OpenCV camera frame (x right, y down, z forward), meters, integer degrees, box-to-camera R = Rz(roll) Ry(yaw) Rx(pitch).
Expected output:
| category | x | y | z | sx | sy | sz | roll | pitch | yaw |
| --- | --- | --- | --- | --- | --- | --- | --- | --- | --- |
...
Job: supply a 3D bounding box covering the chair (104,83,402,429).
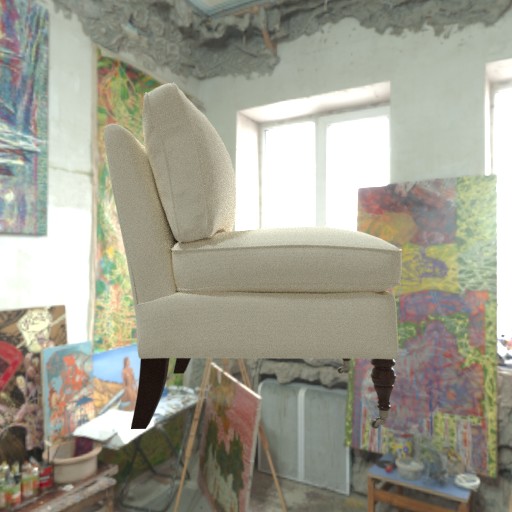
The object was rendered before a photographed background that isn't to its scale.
| category | x | y | z | sx | sy | sz | roll | pitch | yaw |
| --- | --- | --- | --- | --- | --- | --- | --- | --- | --- |
| chair | 0.000 | 0.000 | 1.414 | 0.781 | 0.887 | 0.630 | 0 | 0 | 1 |
